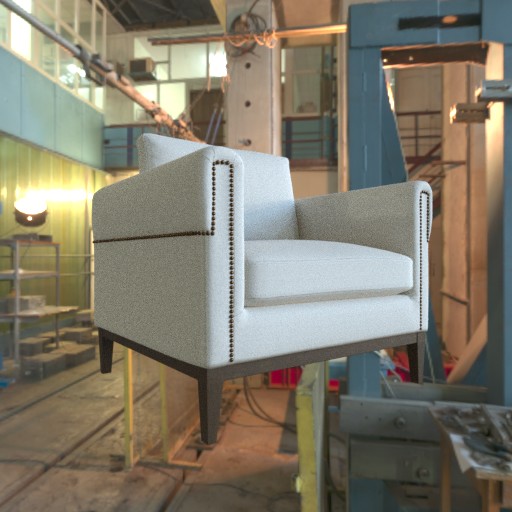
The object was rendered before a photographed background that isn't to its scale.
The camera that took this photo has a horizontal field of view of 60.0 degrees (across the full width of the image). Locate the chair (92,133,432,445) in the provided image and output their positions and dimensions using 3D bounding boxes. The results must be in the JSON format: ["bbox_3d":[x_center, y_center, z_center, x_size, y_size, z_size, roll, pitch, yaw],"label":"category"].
[{"bbox_3d":[0.000,0.000,1.663,0.982,0.915,0.896,0,0,-36],"label":"chair"}]
